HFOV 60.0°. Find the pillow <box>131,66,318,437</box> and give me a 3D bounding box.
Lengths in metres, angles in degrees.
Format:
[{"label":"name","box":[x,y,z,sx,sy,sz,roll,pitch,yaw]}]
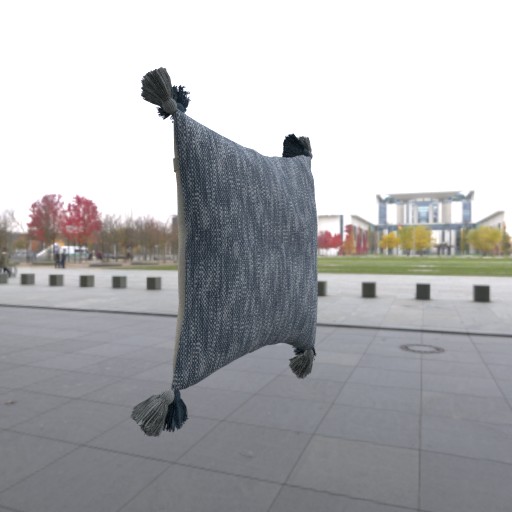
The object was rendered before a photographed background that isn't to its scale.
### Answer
[{"label":"pillow","box":[0.000,0.000,0.929,0.138,0.634,0.614,0,1,36]}]
